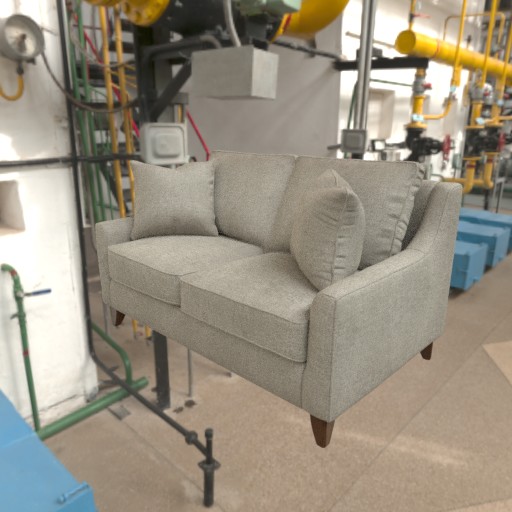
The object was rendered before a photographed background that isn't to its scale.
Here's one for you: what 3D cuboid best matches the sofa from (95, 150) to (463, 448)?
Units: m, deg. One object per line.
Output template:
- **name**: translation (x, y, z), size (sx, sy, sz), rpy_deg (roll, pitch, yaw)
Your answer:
- **sofa**: translation (0.000, 0.000, 1.996), size (1.422, 0.863, 0.915), rpy_deg (15, 22, 41)
